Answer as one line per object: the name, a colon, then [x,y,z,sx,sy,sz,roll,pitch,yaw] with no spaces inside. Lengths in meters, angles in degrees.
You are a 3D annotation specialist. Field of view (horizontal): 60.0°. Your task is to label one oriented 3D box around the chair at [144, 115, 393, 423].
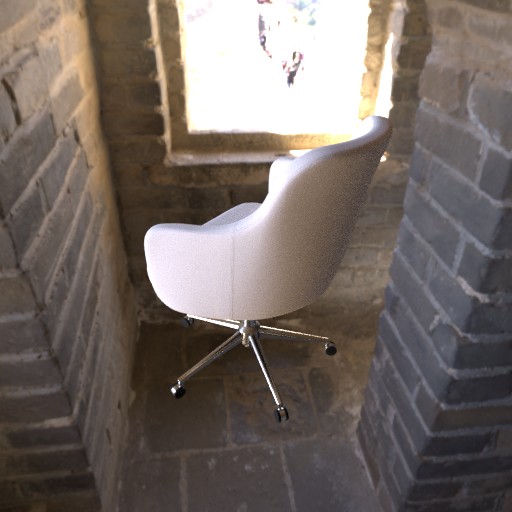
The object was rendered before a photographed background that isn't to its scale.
chair: [0.000,0.000,1.287,0.647,0.819,0.602,20,37,29]
